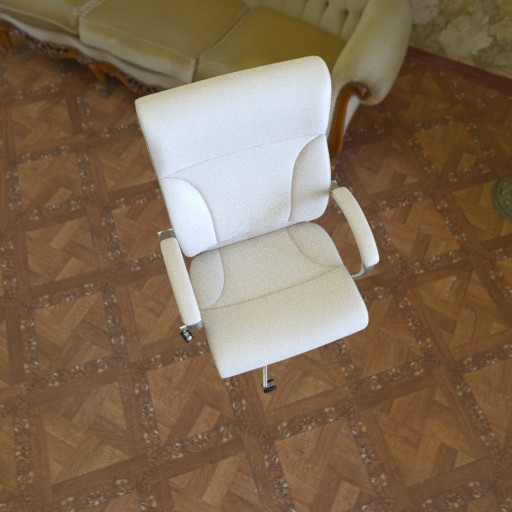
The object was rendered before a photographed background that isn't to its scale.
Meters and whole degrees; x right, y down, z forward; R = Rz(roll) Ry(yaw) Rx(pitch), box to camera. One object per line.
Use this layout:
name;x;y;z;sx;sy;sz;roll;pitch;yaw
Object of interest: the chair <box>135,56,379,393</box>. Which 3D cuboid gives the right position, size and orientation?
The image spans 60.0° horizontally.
chair;0.000;0.000;1.595;0.727;1.099;0.745;-17;64;-9
